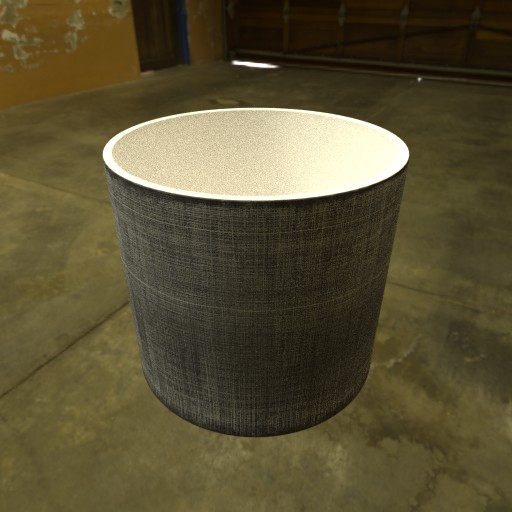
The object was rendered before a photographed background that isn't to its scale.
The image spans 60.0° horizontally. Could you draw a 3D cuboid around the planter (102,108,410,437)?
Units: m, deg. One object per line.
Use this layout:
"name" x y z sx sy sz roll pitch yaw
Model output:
"planter" 0.000 0.000 0.383 0.221 0.201 0.221 0 31 0
